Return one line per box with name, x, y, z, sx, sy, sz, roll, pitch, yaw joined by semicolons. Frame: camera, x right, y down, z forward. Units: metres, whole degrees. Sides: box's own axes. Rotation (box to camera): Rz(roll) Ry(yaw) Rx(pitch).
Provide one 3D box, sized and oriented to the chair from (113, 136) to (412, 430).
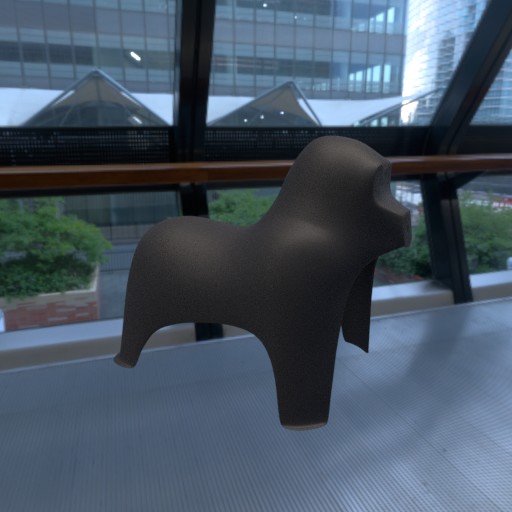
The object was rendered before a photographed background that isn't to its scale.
chair;0.000;0.000;1.156;0.758;0.600;0.490;7;15;26
